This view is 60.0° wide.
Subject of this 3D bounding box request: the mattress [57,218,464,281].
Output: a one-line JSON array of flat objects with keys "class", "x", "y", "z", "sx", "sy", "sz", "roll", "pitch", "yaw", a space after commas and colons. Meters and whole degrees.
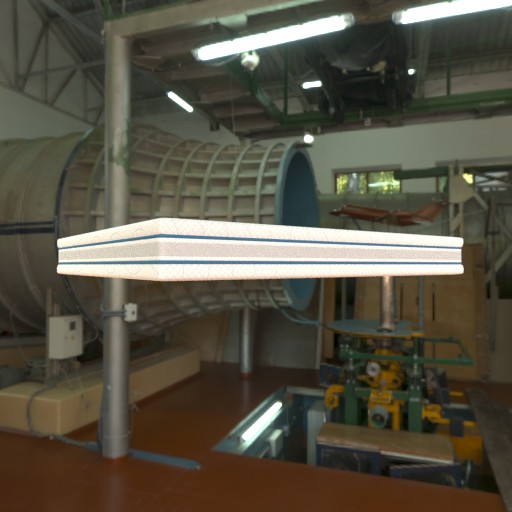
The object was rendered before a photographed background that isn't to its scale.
[{"class": "mattress", "x": 0.000, "y": 0.000, "z": 2.784, "sx": 2.000, "sy": 0.230, "sz": 1.600, "roll": 1, "pitch": -1, "yaw": -36}]
